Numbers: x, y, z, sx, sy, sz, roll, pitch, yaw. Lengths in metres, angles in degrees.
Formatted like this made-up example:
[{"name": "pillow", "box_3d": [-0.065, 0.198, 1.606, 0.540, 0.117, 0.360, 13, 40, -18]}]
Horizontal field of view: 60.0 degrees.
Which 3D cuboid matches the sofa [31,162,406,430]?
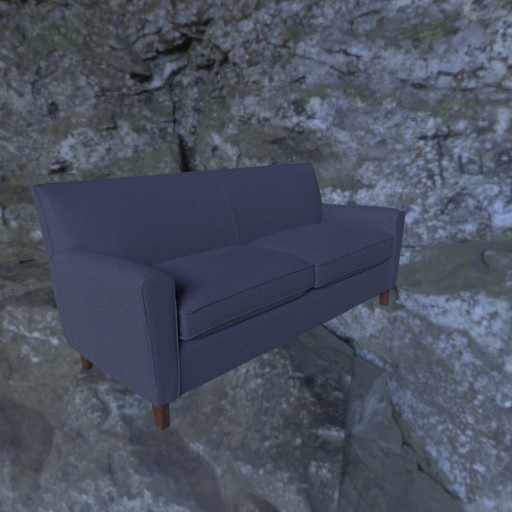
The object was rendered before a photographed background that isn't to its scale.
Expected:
[{"name": "sofa", "box_3d": [0.000, 0.000, 2.470, 0.843, 0.907, 2.002, 14, 21, 42]}]
